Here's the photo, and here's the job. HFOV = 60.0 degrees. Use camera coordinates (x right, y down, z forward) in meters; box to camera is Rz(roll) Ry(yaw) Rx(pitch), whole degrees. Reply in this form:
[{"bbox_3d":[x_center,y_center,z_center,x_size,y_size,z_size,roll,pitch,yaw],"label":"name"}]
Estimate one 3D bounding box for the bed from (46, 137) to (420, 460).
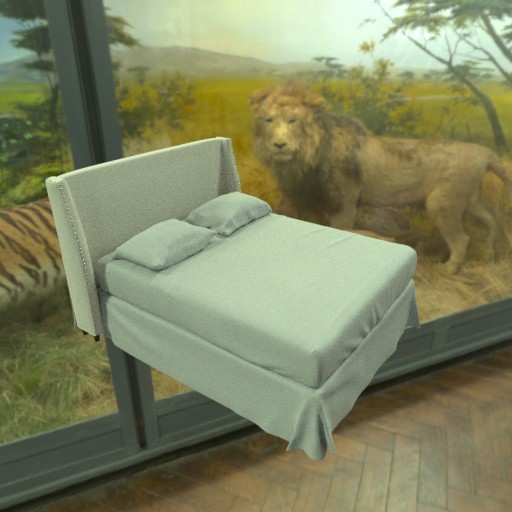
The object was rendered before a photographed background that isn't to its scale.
[{"bbox_3d":[0.000,0.000,3.446,2.276,1.332,1.925,17,31,32],"label":"bed"}]
